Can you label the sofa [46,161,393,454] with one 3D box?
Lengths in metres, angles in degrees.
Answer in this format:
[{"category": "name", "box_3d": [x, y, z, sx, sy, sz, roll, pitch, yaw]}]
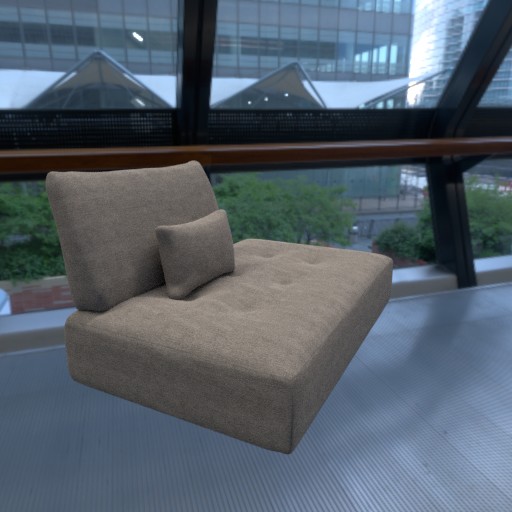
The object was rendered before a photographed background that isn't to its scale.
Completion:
[{"category": "sofa", "box_3d": [0.000, 0.000, 2.028, 1.002, 0.820, 1.450, 8, 17, 26]}]
